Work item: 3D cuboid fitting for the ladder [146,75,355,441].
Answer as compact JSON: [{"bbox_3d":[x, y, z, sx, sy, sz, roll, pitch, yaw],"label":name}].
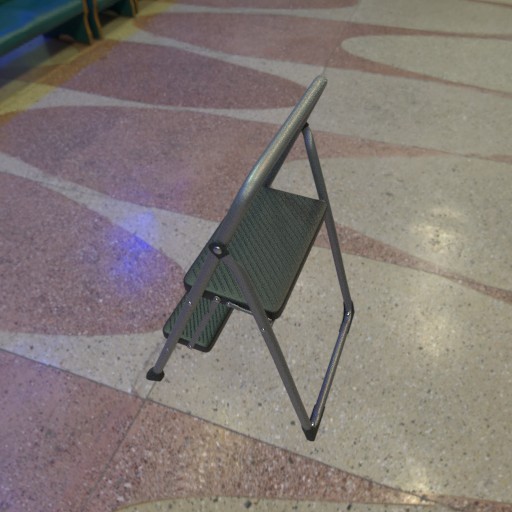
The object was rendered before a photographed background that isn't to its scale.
[{"bbox_3d":[0.000,0.000,0.998,0.472,0.720,0.430,17,49,15],"label":"ladder"}]
